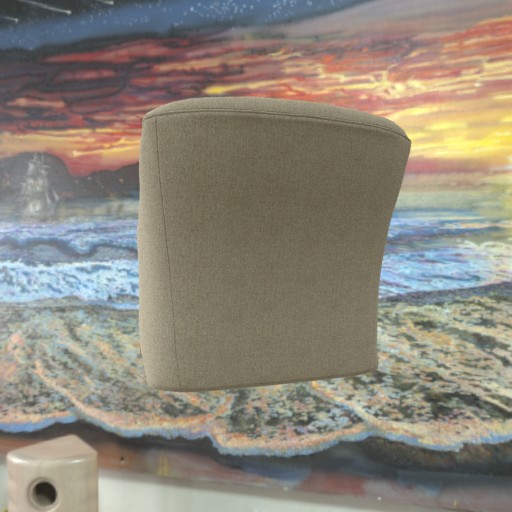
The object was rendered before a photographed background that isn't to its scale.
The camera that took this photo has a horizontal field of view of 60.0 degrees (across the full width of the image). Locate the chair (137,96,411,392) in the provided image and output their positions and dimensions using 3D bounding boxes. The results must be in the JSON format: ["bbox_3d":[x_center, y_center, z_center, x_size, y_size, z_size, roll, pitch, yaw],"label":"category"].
[{"bbox_3d":[0.000,0.000,1.620,0.864,0.856,0.923,0,0,-19],"label":"chair"}]
